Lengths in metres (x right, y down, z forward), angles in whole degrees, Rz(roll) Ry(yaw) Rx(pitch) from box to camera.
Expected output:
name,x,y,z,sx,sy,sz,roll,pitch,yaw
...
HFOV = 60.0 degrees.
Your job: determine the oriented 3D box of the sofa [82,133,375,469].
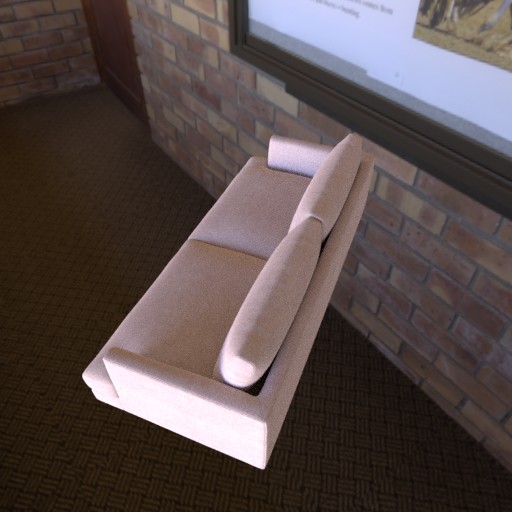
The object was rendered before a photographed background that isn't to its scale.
name,x,y,z,sx,sy,sz,roll,pitch,yaw
sofa,0.000,0.000,2.845,1.020,0.868,2.250,16,46,16
